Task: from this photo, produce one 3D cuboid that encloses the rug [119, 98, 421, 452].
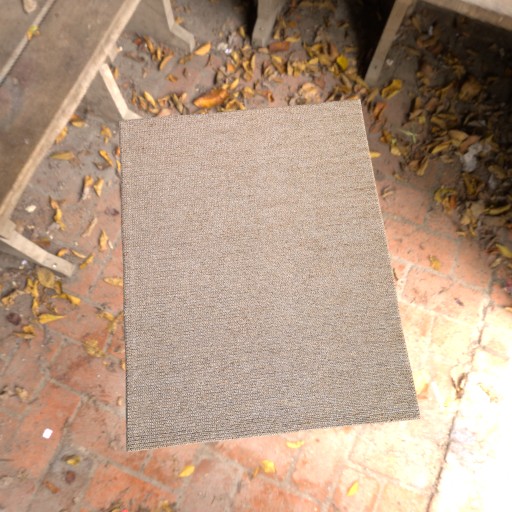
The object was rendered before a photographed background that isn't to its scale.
[{"bbox_3d":[0.000,0.000,3.996,2.406,0.012,3.034,-6,75,-2],"label":"rug"}]
